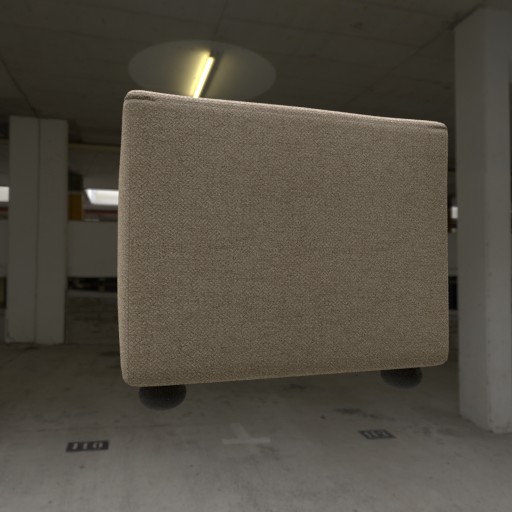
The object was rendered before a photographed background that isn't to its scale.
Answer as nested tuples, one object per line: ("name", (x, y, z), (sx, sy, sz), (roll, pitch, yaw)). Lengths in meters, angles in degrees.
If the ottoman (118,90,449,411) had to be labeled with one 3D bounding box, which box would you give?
("ottoman", (0.000, 0.000, 0.857), (0.508, 0.432, 0.508), (0, -2, -16))
